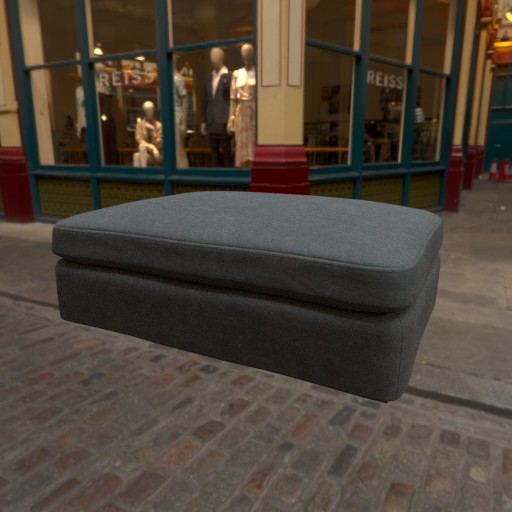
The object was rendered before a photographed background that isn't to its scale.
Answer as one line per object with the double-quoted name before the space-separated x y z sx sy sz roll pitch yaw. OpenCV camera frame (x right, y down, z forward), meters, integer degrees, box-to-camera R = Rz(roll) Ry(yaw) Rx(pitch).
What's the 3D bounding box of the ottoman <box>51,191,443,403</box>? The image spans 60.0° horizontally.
"ottoman" 0.000 0.000 1.610 1.199 0.429 0.840 7 17 26
